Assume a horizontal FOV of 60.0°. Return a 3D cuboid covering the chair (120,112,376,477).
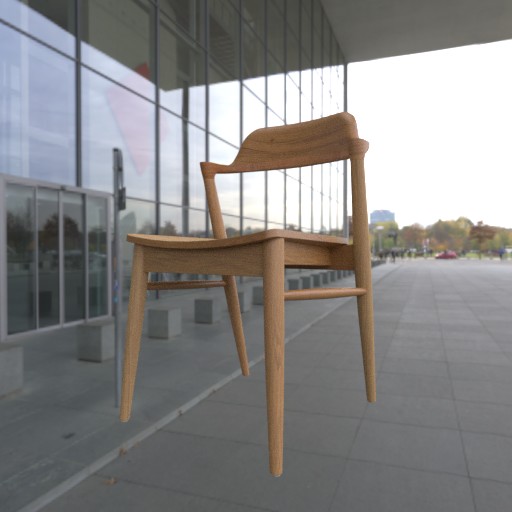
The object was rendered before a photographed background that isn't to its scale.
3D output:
[{"bbox_3d":[0.000,0.000,1.126,0.512,0.792,0.499,1,1,36],"label":"chair"}]
